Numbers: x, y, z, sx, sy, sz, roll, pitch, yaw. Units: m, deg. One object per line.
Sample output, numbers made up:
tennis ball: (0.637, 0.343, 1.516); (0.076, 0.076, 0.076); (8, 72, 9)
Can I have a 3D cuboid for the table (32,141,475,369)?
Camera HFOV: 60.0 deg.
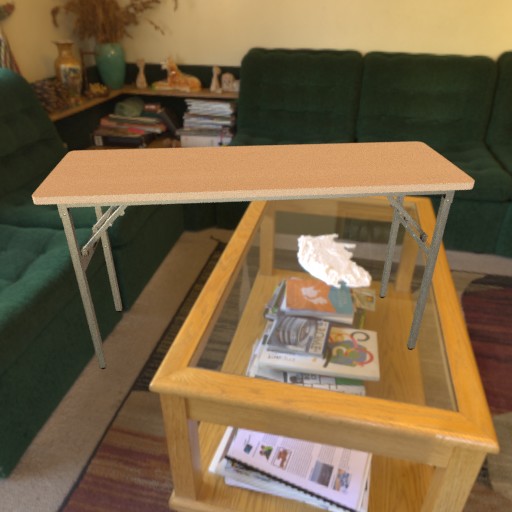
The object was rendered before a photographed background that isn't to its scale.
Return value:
table: (0.000, 0.000, 1.758); (1.397, 0.750, 0.446); (-3, 31, -4)
